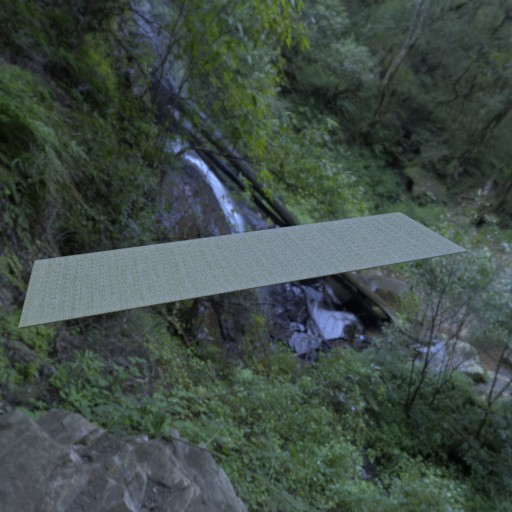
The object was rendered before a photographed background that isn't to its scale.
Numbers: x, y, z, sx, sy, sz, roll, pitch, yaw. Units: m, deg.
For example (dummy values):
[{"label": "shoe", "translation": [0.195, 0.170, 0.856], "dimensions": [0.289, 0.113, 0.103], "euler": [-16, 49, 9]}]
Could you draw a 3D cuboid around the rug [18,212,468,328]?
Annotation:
[{"label": "rug", "translation": [0.000, 0.000, 2.589], "dimensions": [2.437, 0.006, 0.686], "euler": [-9, 28, -17]}]
